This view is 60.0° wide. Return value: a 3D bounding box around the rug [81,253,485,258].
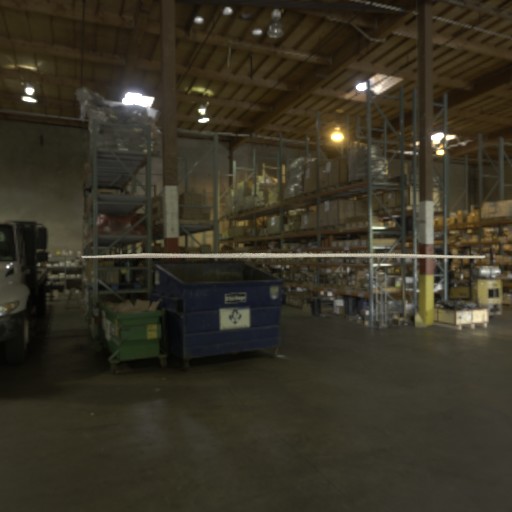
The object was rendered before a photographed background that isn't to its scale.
[{"bbox_3d":[0.000,0.000,4.833,2.757,0.051,3.626,0,0,-35],"label":"rug"}]
